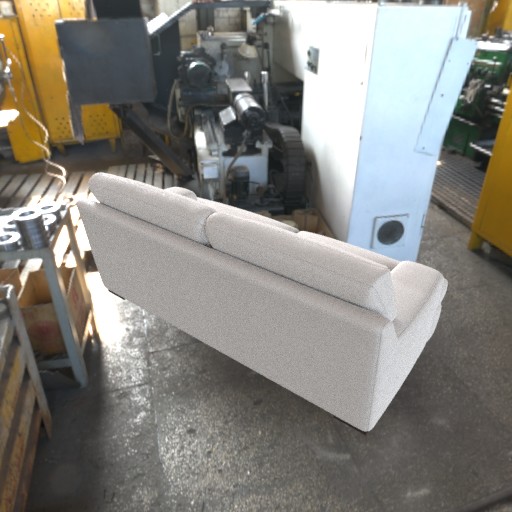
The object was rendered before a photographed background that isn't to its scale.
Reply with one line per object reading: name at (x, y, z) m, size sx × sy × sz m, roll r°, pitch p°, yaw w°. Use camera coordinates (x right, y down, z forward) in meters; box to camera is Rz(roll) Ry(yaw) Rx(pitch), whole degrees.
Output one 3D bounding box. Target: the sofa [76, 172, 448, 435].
sofa at (0.000, 0.000, 2.908) m, size 2.261 × 0.940 × 1.143 m, roll 21°, pitch 36°, yaw 31°
